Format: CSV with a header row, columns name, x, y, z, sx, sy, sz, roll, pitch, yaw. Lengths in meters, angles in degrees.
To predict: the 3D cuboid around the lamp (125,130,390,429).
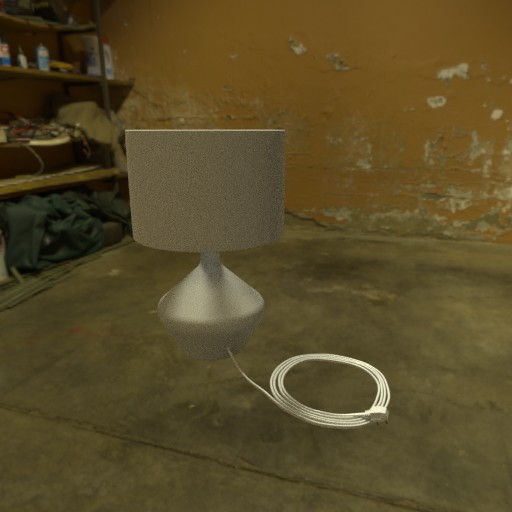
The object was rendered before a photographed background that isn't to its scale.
name,x,y,z,sx,sy,sz,roll,pitch,yaw
lamp,0.000,0.000,0.837,0.401,0.457,0.546,-8,18,-25
